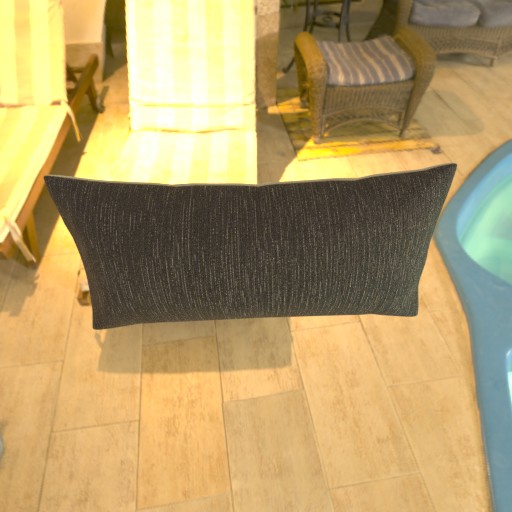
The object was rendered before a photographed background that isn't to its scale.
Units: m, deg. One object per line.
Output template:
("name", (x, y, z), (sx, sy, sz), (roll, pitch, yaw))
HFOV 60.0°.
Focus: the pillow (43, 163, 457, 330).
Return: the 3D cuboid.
("pillow", (0.000, 0.000, 0.736), (0.608, 0.305, 0.156), (-2, 46, -2))
